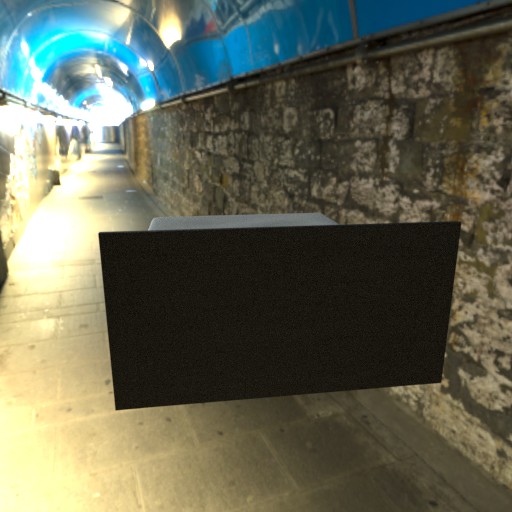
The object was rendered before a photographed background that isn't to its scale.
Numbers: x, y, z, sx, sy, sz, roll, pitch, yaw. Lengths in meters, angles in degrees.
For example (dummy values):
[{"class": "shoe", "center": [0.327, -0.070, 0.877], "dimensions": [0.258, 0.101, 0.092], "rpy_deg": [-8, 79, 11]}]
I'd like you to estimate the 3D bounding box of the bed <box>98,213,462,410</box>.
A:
[{"class": "bed", "center": [0.000, 0.000, 2.988], "dimensions": [1.585, 0.823, 2.073], "rpy_deg": [-2, 16, -8]}]
